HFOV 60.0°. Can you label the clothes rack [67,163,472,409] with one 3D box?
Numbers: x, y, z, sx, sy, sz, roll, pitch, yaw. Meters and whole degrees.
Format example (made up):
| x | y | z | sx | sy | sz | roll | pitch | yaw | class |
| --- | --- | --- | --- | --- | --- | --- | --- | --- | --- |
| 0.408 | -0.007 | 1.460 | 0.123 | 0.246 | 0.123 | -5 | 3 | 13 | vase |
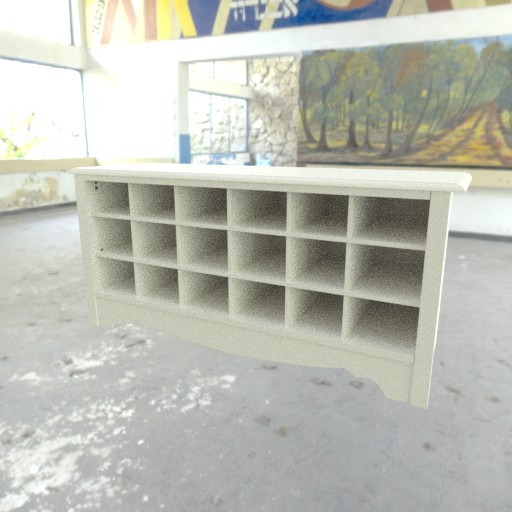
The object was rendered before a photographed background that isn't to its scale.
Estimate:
| x | y | z | sx | sy | sz | roll | pitch | yaw | class |
| --- | --- | --- | --- | --- | --- | --- | --- | --- | --- |
| 0.000 | 0.000 | 1.461 | 1.218 | 0.558 | 0.405 | 7 | 16 | 26 | clothes rack |
